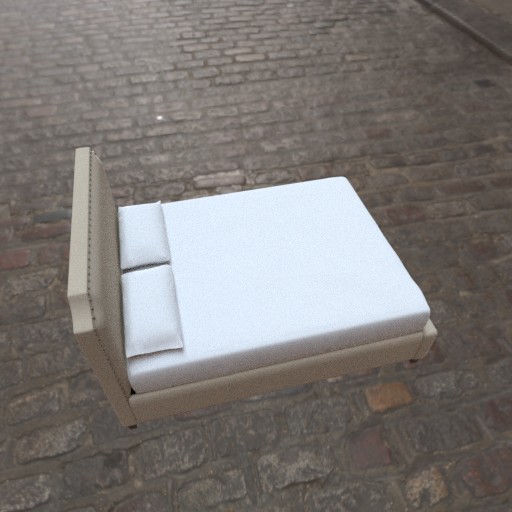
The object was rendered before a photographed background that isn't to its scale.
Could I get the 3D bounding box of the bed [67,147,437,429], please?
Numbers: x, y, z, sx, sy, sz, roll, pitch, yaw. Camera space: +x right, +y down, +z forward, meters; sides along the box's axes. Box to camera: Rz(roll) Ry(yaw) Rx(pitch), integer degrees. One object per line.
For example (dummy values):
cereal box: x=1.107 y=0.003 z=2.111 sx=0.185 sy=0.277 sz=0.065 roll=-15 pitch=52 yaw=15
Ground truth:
bed: x=0.000 y=0.000 z=3.423 sx=2.329 sy=1.415 sz=1.703 roll=-10 pitch=47 yaw=-10
